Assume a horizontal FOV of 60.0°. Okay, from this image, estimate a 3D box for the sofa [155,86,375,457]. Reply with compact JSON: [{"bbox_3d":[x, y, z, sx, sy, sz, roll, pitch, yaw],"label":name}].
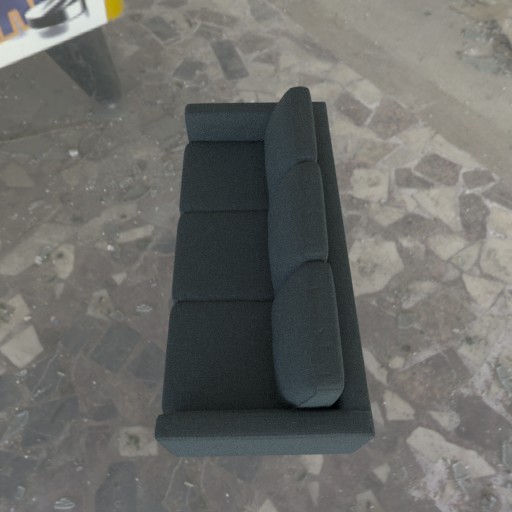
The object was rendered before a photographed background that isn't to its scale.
[{"bbox_3d":[0.000,0.000,2.508,0.935,0.945,2.013,-1,59,-1],"label":"sofa"}]
